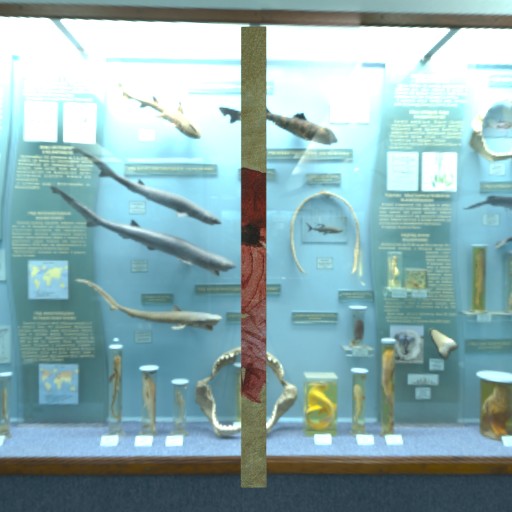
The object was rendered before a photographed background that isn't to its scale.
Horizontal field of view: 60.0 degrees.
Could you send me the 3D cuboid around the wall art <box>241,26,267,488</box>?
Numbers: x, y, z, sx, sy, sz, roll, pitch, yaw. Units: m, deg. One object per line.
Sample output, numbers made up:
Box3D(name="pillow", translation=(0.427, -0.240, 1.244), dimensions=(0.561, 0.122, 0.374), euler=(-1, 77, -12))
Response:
Box3D(name="wall art", translation=(0.000, 0.000, 0.690), dimensions=(0.028, 0.508, 0.406), euler=(0, 1, 1))
